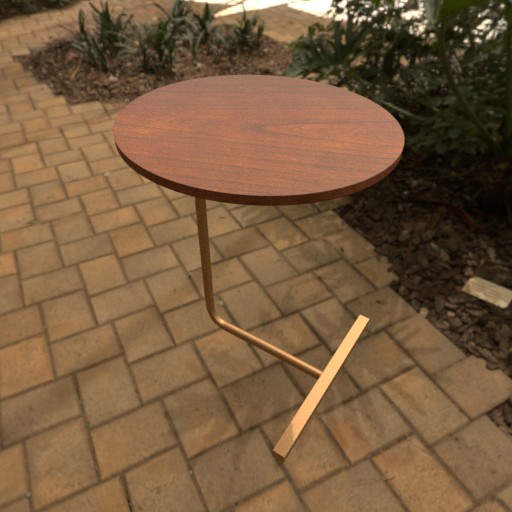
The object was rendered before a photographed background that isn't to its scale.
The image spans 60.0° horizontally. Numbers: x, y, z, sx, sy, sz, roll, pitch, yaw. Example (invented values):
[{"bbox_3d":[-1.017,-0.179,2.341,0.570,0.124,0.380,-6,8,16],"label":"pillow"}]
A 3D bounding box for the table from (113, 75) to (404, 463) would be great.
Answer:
[{"bbox_3d":[0.000,0.000,1.111,0.577,0.706,0.530,23,46,25],"label":"table"}]
